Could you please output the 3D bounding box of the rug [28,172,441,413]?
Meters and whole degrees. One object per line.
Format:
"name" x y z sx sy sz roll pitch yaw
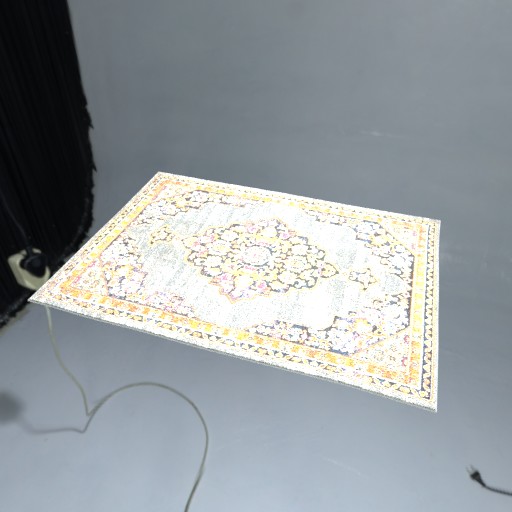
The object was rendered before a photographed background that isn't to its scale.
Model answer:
"rug" 0.000 0.000 3.676 2.901 0.026 2.043 12 41 14
